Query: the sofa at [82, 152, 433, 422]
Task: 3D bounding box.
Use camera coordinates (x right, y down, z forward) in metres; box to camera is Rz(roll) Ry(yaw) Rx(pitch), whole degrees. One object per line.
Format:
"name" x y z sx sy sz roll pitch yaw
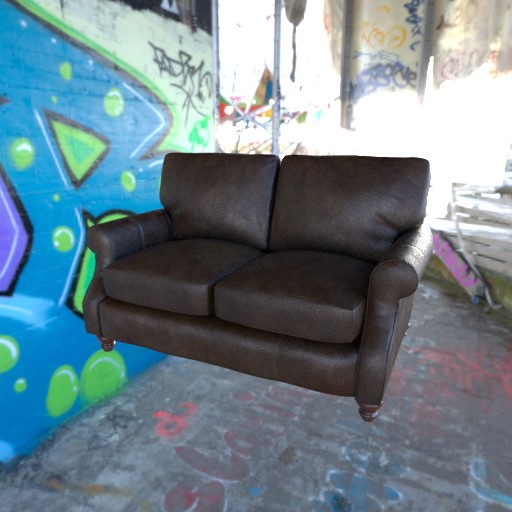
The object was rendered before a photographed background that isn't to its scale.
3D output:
"sofa" 0.000 0.000 2.217 1.616 0.976 0.990 7 17 25
